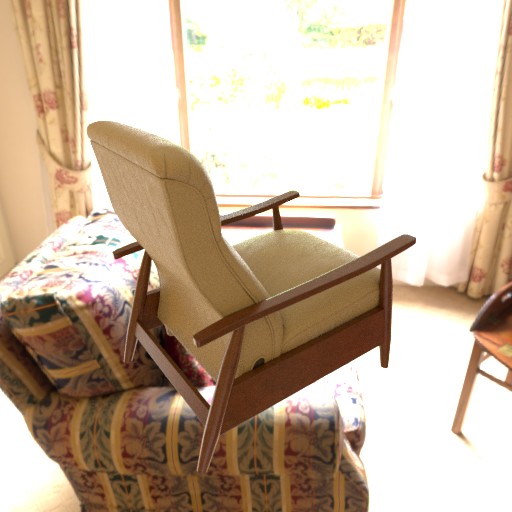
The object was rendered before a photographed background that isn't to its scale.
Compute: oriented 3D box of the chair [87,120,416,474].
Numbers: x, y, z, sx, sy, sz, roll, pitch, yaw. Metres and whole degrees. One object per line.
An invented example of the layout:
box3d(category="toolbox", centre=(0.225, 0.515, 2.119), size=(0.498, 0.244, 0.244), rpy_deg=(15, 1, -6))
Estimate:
box3d(category="chair", centre=(0.000, 0.000, 1.780), size=(1.014, 1.082, 0.762), rpy_deg=(-17, 31, -31))
